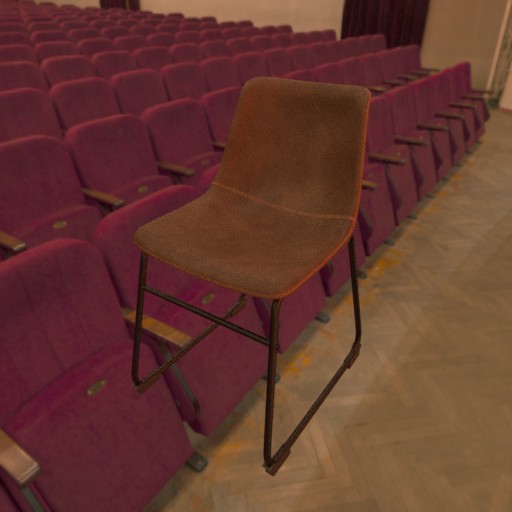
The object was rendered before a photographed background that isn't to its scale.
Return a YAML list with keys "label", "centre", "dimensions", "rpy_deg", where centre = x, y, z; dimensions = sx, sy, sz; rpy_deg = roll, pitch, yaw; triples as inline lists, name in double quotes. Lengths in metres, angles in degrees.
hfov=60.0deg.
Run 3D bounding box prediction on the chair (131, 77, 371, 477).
- label: "chair"
  centre: [0.000, 0.000, 1.129]
  dimensions: [0.460, 0.780, 0.551]
  rpy_deg: [19, 35, 29]
